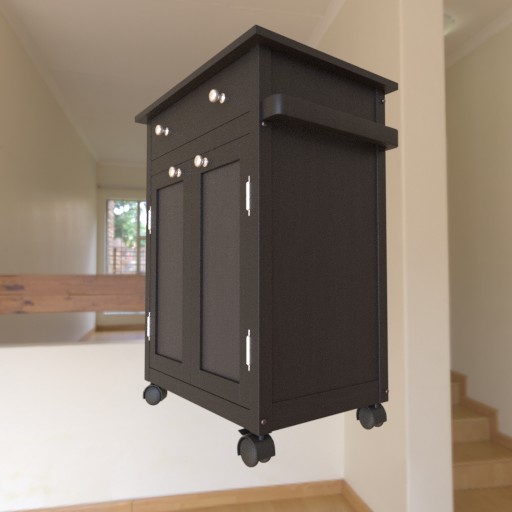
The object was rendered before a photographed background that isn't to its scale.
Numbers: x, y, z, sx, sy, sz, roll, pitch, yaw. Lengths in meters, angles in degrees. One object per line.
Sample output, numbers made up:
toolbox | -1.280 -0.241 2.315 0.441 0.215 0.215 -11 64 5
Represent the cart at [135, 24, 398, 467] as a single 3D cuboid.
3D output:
cart | 0.000 0.000 1.231 0.456 0.879 0.660 2 -3 -36
